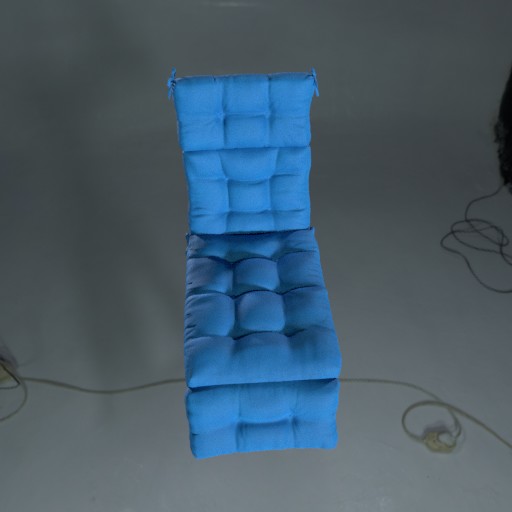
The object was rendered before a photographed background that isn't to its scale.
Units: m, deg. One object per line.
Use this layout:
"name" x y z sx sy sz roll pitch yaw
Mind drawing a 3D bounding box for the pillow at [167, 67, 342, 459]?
"pillow" 0.000 0.000 1.482 0.526 0.863 1.016 -3 48 -3
